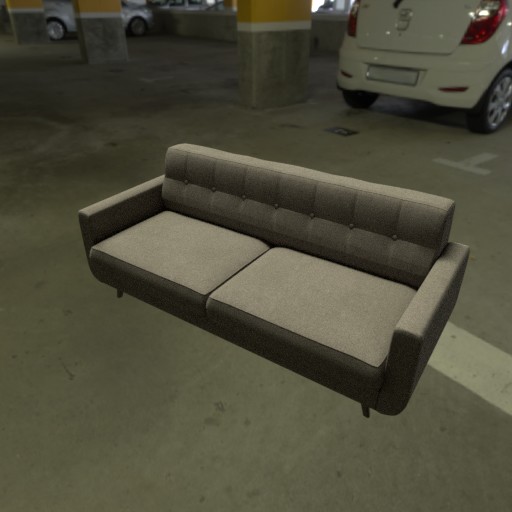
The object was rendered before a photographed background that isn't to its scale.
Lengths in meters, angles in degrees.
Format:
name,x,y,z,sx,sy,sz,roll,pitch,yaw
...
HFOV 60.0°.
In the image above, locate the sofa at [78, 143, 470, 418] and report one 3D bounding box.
name,x,y,z,sx,sy,sz,roll,pitch,yaw
sofa,0.000,0.000,2.489,2.029,0.841,0.909,19,35,29
